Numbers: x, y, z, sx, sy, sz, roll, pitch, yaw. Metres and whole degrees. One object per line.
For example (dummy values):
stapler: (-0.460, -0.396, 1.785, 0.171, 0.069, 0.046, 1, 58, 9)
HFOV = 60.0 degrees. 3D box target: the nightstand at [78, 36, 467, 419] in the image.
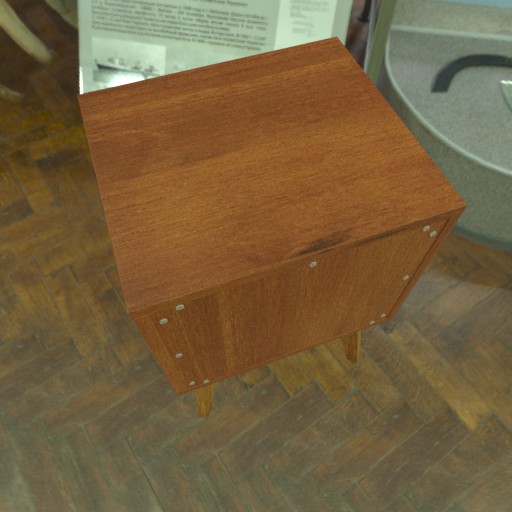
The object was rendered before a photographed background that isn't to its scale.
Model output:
nightstand: (0.000, 0.000, 0.913, 0.460, 0.618, 0.411, -17, 60, -10)
